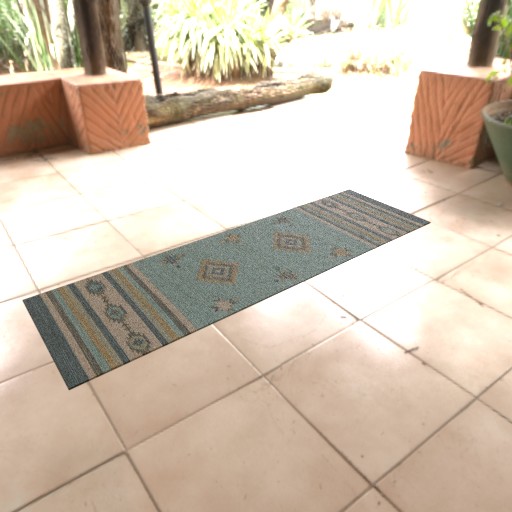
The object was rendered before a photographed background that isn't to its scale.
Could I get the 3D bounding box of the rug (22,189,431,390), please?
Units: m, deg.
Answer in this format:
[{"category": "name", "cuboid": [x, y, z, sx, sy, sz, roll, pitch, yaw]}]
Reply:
[{"category": "rug", "cuboid": [0.000, 0.000, 2.651, 2.441, 0.010, 0.744, -21, 37, -31]}]
